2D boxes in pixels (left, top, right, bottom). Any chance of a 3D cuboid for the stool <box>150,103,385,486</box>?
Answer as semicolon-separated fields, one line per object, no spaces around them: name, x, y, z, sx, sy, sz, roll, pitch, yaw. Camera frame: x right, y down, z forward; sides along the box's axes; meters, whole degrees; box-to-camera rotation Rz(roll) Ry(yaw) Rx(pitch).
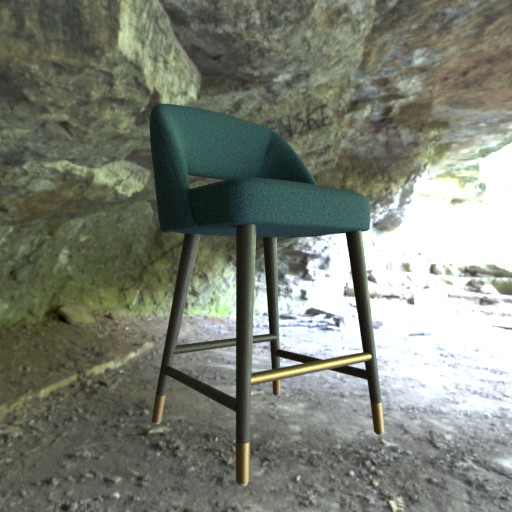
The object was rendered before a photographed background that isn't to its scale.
stool;0.000;0.000;1.236;0.536;0.939;0.522;0;-1;-37
